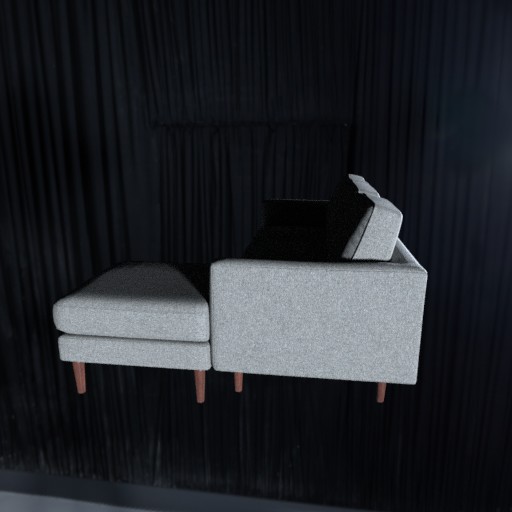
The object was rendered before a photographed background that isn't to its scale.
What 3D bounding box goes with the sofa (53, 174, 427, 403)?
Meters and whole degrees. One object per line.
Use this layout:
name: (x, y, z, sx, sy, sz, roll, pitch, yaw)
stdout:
sofa: (0.000, 0.000, 2.912, 1.667, 0.957, 2.055, 2, 15, 7)
